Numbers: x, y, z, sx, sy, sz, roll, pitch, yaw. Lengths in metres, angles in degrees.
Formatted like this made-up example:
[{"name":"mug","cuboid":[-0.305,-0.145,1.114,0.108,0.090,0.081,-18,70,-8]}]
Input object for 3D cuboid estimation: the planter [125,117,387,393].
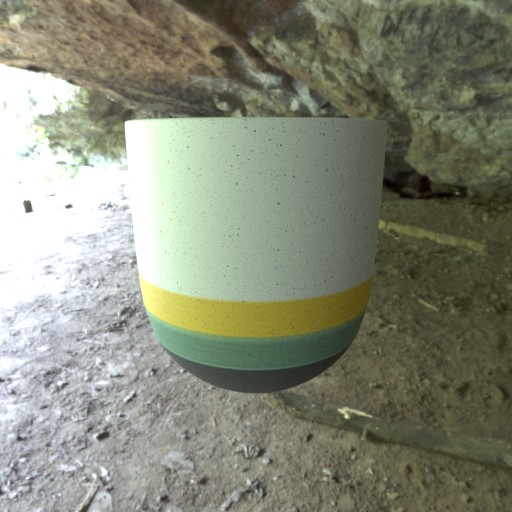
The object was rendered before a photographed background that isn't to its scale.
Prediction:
[{"name":"planter","cuboid":[0.000,0.000,0.370,0.195,0.214,0.195,0,15,0]}]
